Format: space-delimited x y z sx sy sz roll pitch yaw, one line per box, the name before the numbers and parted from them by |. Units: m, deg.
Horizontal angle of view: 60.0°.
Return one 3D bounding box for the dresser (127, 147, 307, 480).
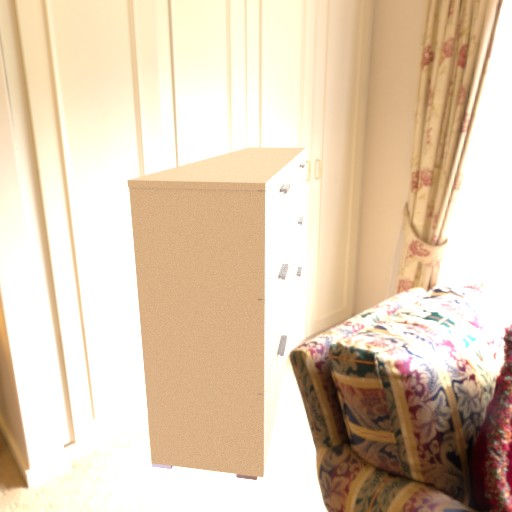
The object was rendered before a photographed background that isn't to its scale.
dresser | 0.000 0.000 1.813 0.333 0.790 1.535 3 17 9
